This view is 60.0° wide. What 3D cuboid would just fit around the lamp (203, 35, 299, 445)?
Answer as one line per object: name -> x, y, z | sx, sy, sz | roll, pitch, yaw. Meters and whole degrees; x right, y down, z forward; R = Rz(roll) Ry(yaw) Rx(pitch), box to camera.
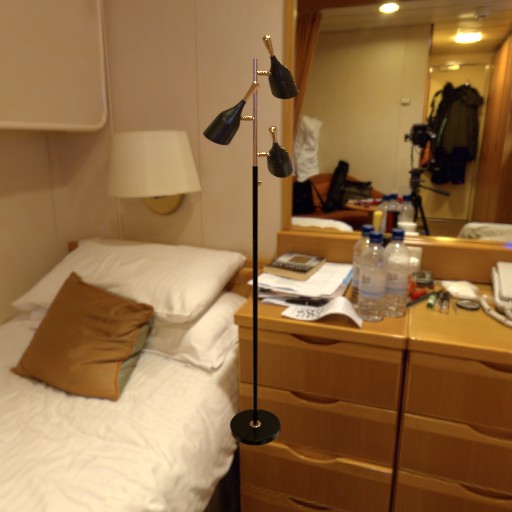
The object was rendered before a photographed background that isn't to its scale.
lamp -> 0.000, 0.000, 1.977 | 0.434, 1.778, 0.253 | -8, 17, -26
